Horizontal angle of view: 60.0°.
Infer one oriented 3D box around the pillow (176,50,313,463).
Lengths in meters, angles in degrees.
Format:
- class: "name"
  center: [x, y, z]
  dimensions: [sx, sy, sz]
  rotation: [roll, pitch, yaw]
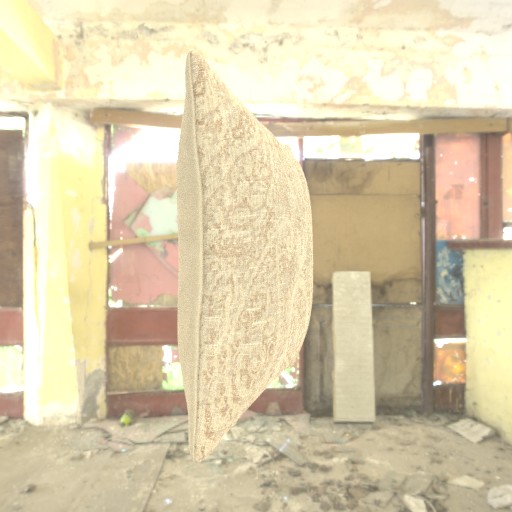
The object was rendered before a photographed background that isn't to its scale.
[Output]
- class: "pillow"
  center: [0.000, 0.000, 0.783]
  dimensions: [0.166, 0.510, 0.523]
  rotation: [0, 0, 17]
